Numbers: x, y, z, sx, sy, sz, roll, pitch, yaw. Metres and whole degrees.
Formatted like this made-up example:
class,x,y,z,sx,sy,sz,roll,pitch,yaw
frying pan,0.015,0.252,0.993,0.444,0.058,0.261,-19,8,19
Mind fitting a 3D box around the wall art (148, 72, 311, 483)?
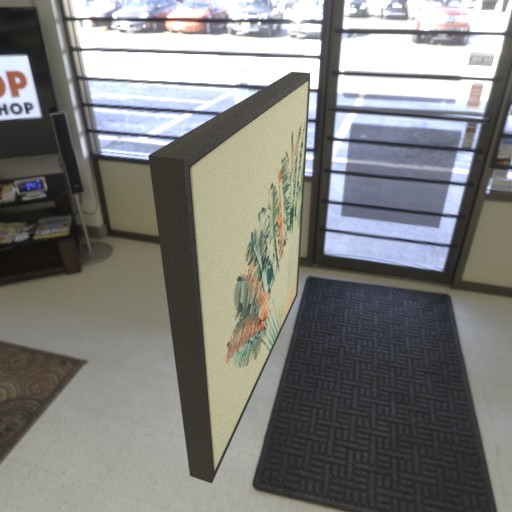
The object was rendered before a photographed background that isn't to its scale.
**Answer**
class,x,y,z,sx,sy,sz,roll,pitch,yaw
wall art,0.000,0.000,0.750,0.037,0.507,0.509,10,33,16
